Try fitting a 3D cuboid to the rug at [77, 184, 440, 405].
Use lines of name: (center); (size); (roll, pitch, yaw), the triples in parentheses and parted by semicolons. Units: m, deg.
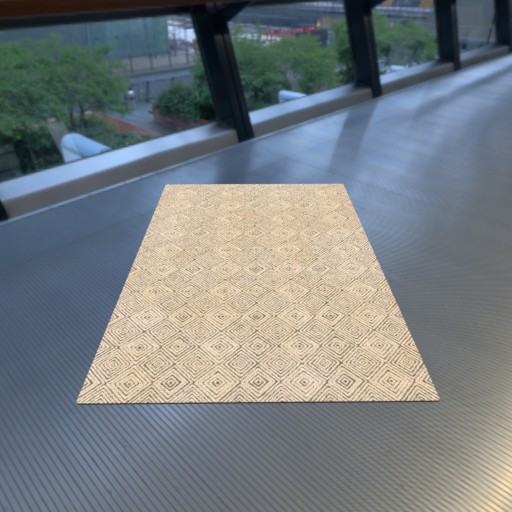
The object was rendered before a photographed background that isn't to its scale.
rug: (0.000, 0.000, 2.185); (1.175, 0.008, 1.783); (0, 32, 0)
